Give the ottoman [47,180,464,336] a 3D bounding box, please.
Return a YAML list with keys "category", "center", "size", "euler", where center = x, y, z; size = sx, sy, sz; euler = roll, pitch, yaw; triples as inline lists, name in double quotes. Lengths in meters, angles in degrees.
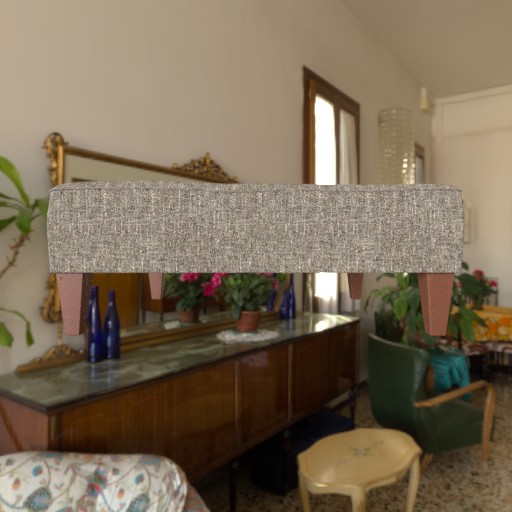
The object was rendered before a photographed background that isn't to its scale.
- category: "ottoman"
  center: [0.000, 0.000, 1.517]
  size: [0.981, 0.379, 1.016]
  euler: [0, 0, 0]
